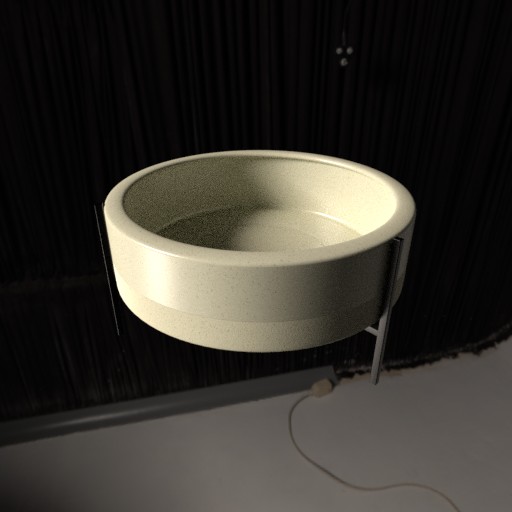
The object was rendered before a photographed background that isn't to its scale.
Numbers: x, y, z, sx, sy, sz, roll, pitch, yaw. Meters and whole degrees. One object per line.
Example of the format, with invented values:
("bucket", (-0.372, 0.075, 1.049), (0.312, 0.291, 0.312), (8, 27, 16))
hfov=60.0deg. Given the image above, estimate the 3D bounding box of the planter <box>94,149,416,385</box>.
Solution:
("planter", (0.000, 0.000, 0.536), (0.345, 0.171, 0.336), (-7, 29, -12))
